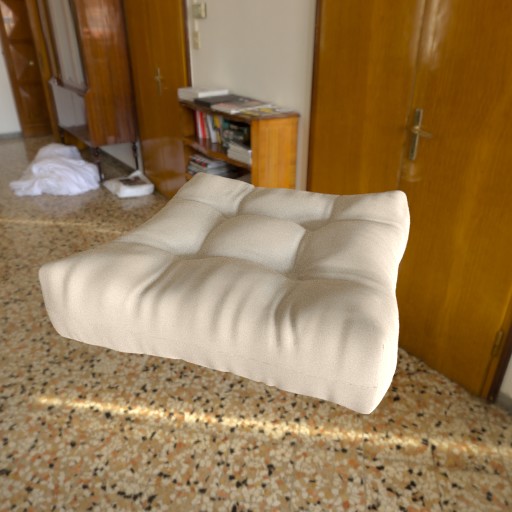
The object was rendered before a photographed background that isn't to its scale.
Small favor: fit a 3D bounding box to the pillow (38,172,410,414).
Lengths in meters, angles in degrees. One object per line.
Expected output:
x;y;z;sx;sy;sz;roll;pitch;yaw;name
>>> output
0.000;0.000;0.728;0.468;0.128;0.490;9;29;17;pillow
